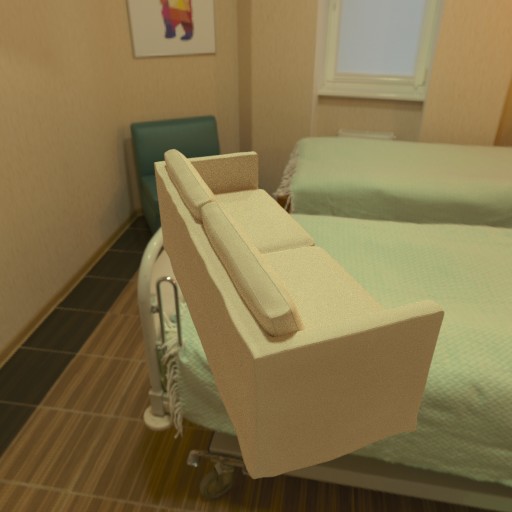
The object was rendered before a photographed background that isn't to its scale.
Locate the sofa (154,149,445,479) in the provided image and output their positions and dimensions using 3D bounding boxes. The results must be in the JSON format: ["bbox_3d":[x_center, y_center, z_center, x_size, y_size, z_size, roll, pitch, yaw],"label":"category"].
[{"bbox_3d":[0.000,0.000,3.281,1.036,0.999,2.779,-10,32,-17],"label":"sofa"}]
